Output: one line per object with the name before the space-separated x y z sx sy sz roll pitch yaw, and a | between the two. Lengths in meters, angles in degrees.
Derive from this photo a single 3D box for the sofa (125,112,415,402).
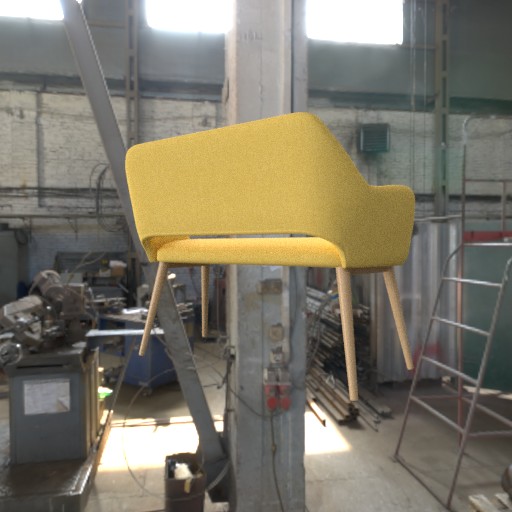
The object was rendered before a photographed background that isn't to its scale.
sofa | 0.000 0.000 1.707 1.150 0.840 0.610 1 1 35
